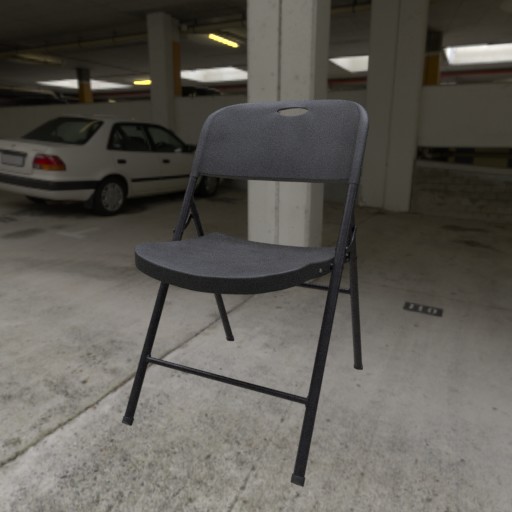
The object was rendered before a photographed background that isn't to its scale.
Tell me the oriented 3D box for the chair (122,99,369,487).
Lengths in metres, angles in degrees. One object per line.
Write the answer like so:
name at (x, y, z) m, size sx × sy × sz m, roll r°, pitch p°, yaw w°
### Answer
chair at (0.000, 0.000, 1.165) m, size 0.494 × 0.810 × 0.566 m, roll 7°, pitch 16°, yaw 25°
